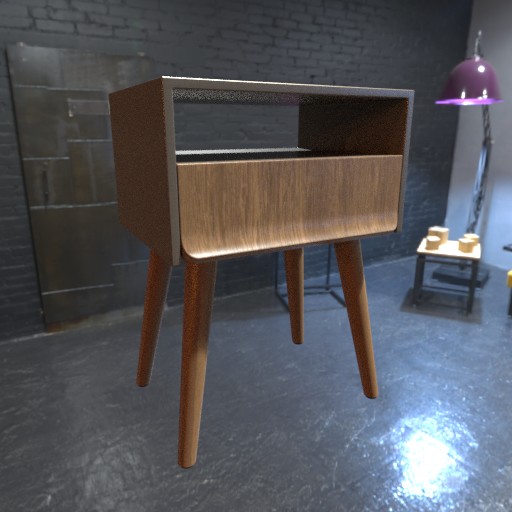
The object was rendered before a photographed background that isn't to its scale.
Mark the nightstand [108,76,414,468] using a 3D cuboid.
[{"bbox_3d":[0.000,0.000,0.729,0.370,0.508,0.288,-9,18,-27],"label":"nightstand"}]
